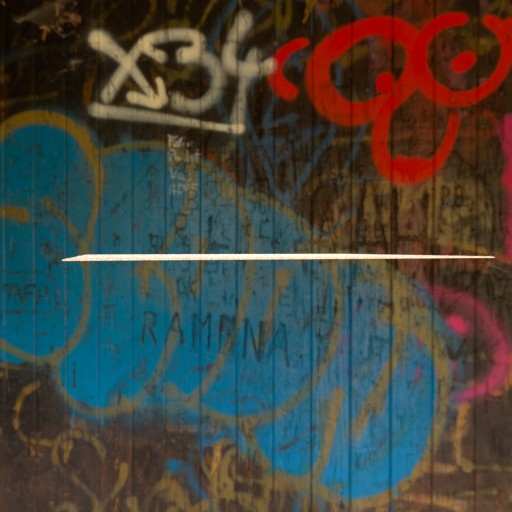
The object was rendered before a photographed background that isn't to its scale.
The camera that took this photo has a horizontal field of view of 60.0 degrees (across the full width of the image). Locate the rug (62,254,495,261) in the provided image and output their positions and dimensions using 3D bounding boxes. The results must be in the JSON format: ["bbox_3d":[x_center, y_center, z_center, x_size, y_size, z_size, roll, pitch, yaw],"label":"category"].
[{"bbox_3d":[0.000,0.000,4.032,3.034,0.012,2.406,0,1,-19],"label":"rug"}]
